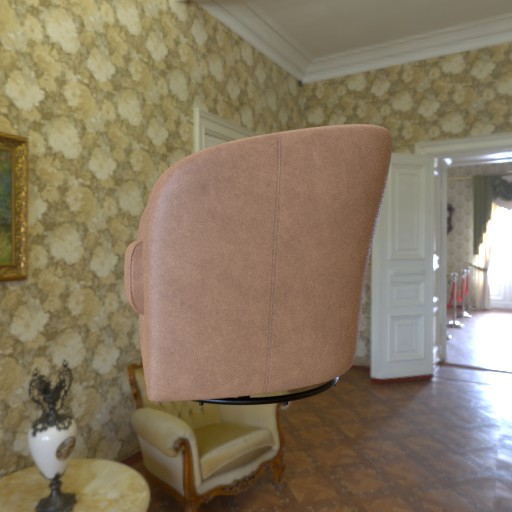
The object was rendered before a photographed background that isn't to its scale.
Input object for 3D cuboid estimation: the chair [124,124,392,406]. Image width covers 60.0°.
[{"bbox_3d":[0.000,0.000,1.431,0.815,0.771,0.791,0,1,-16],"label":"chair"}]
